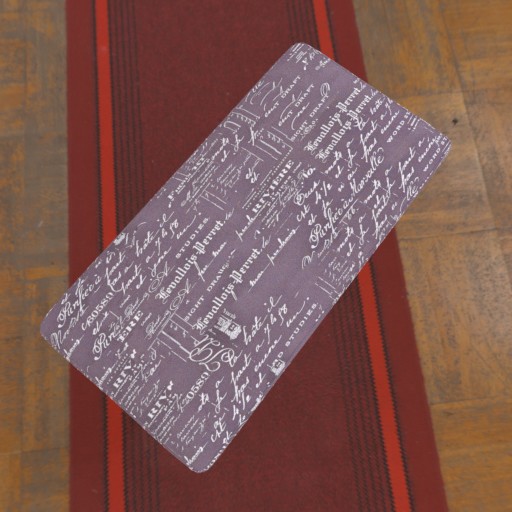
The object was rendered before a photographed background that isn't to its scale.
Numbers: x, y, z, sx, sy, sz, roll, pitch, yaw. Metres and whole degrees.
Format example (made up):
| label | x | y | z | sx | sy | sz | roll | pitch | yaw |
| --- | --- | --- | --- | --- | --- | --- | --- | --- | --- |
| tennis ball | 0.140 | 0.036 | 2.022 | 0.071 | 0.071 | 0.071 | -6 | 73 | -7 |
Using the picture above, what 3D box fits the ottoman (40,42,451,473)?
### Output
| label | x | y | z | sx | sy | sz | roll | pitch | yaw |
| --- | --- | --- | --- | --- | --- | --- | --- | --- | --- |
| ottoman | 0.000 | 0.000 | 1.040 | 0.406 | 0.457 | 0.813 | 38 | 79 | 9 |
